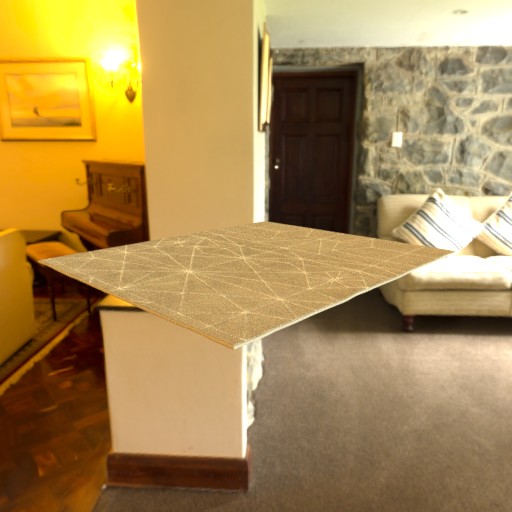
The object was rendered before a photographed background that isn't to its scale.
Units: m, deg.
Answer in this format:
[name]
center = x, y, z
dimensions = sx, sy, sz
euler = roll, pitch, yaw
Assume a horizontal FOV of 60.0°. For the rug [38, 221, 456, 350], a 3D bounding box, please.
[rug]
center = 0.000, 0.000, 0.886
dimensions = 0.548, 0.006, 0.639
euler = 13, 19, 42
